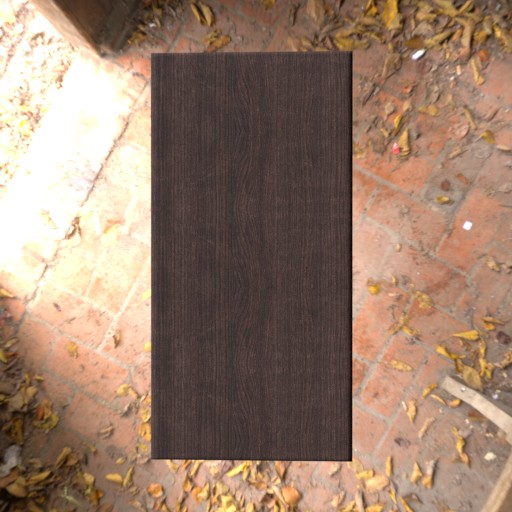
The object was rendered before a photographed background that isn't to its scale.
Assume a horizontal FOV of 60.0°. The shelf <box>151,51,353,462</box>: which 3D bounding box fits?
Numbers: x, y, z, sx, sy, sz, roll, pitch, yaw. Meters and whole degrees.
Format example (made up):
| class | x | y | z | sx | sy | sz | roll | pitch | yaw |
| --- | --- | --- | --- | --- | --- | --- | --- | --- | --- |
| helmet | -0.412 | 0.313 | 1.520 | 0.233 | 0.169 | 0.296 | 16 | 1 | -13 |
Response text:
| class | x | y | z | sx | sy | sz | roll | pitch | yaw |
| --- | --- | --- | --- | --- | --- | --- | --- | --- | --- |
| shelf | 0.000 | 0.000 | 1.250 | 0.390 | 0.786 | 0.790 | 0 | 90 | 1 |
